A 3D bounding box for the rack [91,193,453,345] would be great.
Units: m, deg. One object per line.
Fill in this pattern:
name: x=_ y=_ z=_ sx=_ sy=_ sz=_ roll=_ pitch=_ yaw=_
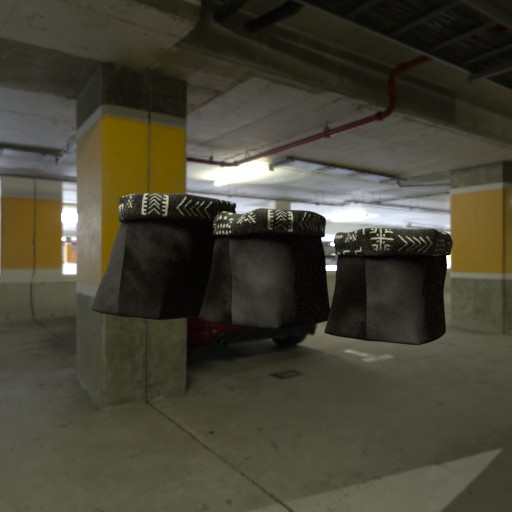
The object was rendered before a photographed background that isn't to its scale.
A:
rack: x=0.000 y=0.000 z=1.103 sx=0.905 sy=0.323 sz=0.379 roll=0 pitch=-1 yaw=37
